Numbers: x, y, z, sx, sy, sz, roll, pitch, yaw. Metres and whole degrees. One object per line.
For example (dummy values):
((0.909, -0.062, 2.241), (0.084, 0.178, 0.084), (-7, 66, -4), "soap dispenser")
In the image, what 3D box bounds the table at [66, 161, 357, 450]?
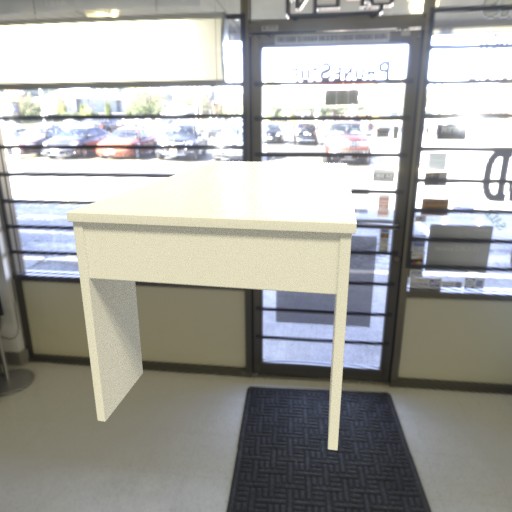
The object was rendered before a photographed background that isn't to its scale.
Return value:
((0.000, 0.000, 1.272), (0.500, 0.440, 1.000), (3, 17, 10), "table")
